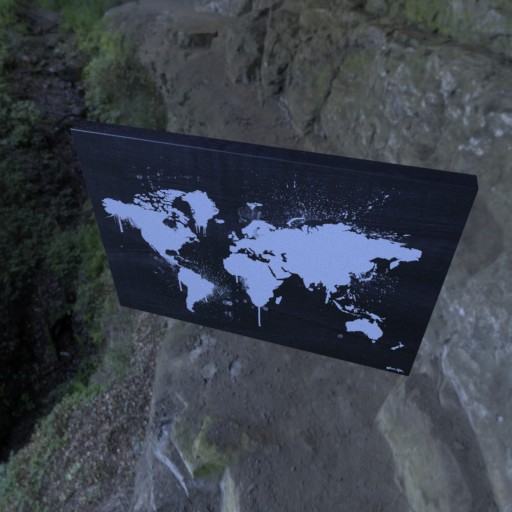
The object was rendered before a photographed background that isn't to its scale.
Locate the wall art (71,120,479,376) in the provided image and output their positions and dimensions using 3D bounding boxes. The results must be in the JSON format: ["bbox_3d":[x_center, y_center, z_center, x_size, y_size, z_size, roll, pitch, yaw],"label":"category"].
[{"bbox_3d":[0.000,0.000,0.781,0.610,0.409,0.038,11,41,13],"label":"wall art"}]
